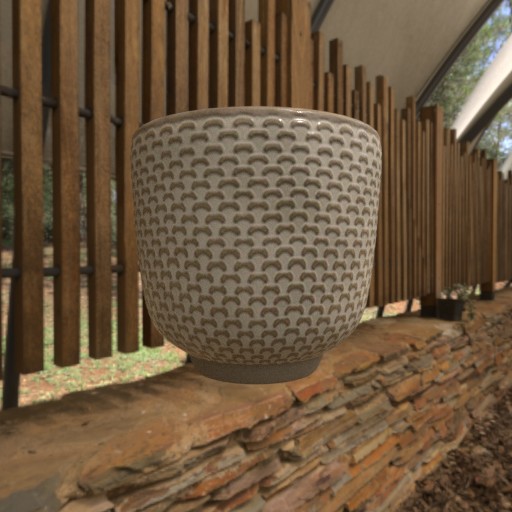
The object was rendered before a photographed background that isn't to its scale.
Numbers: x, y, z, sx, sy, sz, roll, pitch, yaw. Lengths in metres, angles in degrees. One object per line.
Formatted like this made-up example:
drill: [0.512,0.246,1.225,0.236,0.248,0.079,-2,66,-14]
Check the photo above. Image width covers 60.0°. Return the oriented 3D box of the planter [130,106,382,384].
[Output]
planter: [0.000,0.000,0.317,0.173,0.160,0.173,0,1,0]
